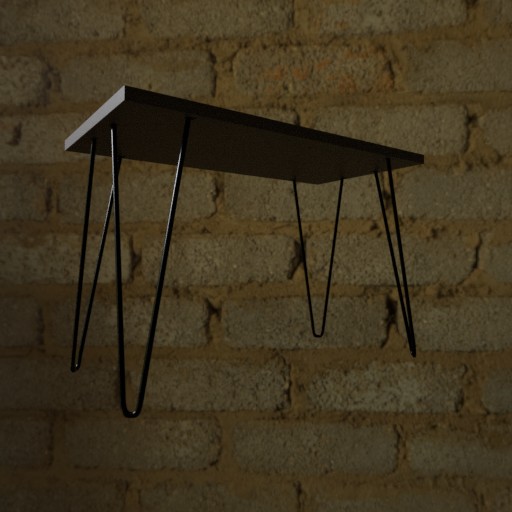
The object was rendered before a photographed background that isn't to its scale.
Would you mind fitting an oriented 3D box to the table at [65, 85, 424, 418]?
[{"bbox_3d":[0.000,0.000,1.354,0.991,0.660,0.499,0,-1,-36],"label":"table"}]
